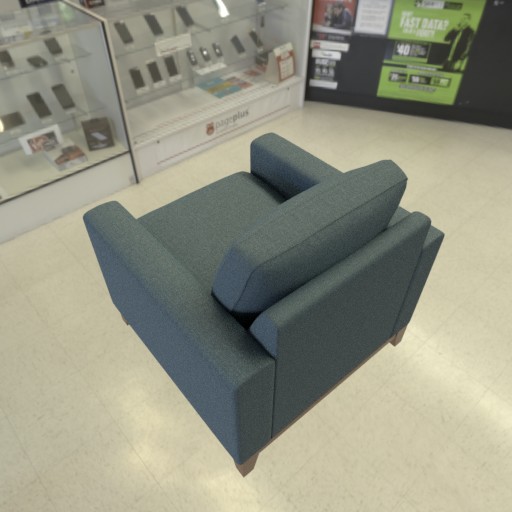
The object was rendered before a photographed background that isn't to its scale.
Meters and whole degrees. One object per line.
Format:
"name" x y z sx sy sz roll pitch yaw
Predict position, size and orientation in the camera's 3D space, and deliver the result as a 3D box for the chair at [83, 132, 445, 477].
"chair" 0.000 0.000 1.865 1.024 1.010 1.038 -30 52 -27
